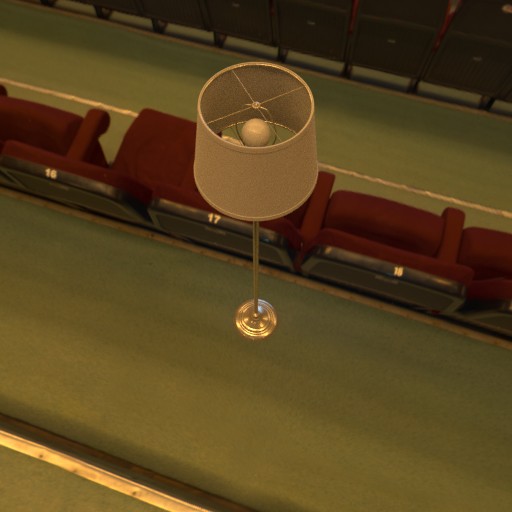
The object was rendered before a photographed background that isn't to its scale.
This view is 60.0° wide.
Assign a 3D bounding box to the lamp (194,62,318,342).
[{"bbox_3d":[0.000,0.000,1.639,0.327,1.506,0.327,16,65,8],"label":"lamp"}]
